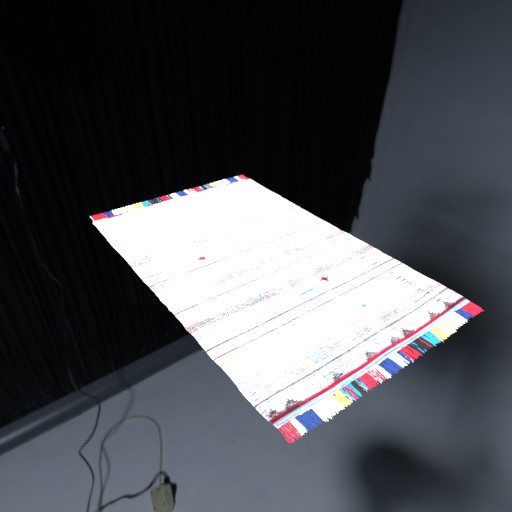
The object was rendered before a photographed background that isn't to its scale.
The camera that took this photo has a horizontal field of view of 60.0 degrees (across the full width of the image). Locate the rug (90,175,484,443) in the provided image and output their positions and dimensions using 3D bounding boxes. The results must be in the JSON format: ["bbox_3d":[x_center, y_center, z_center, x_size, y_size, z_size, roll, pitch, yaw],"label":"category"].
[{"bbox_3d":[0.000,0.000,2.973,1.465,0.012,2.465,-21,38,-30],"label":"rug"}]
